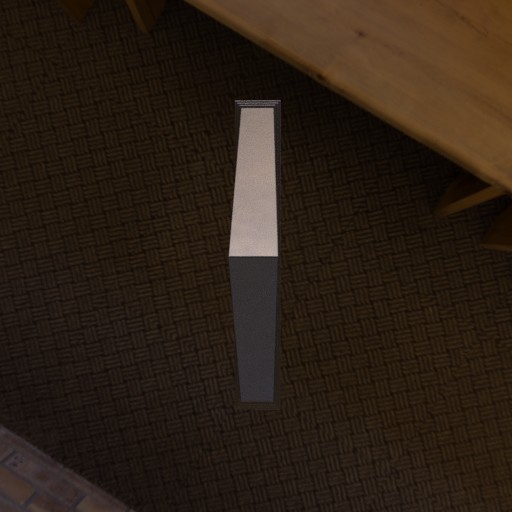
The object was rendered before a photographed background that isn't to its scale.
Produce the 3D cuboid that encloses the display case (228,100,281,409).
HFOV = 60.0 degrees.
[{"bbox_3d":[0.000,0.000,0.754,0.095,0.340,0.640,0,90,1],"label":"display case"}]
